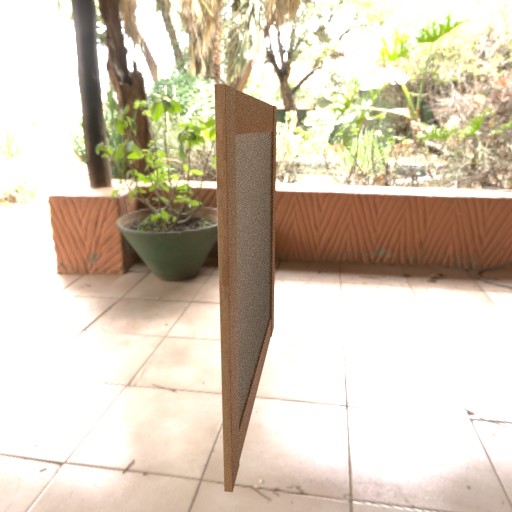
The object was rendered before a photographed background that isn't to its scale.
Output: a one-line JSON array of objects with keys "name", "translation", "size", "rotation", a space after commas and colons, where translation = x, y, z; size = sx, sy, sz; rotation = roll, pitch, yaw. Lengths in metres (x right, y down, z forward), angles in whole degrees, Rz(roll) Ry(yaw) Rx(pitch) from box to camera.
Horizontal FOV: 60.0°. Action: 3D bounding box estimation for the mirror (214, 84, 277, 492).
[{"name": "mirror", "translation": [0.000, 0.000, 1.197], "size": [0.020, 0.800, 0.800], "rotation": [2, 16, 8]}]
